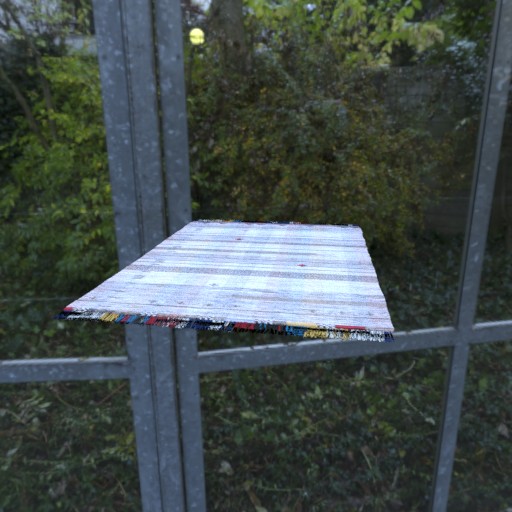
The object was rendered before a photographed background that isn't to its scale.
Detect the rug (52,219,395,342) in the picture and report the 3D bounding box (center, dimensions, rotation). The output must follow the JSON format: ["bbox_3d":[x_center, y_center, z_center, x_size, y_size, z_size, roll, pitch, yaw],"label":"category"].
[{"bbox_3d":[0.000,0.000,2.372,1.217,0.012,1.848,3,16,9],"label":"rug"}]
